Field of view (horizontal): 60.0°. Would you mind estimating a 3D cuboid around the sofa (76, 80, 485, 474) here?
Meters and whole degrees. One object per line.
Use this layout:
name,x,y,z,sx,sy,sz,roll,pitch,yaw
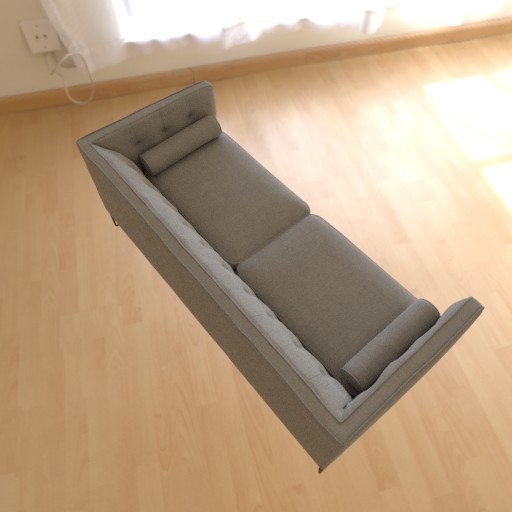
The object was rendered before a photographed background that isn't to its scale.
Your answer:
sofa,0.000,0.000,2.495,0.912,0.798,2.079,-35,64,-20
